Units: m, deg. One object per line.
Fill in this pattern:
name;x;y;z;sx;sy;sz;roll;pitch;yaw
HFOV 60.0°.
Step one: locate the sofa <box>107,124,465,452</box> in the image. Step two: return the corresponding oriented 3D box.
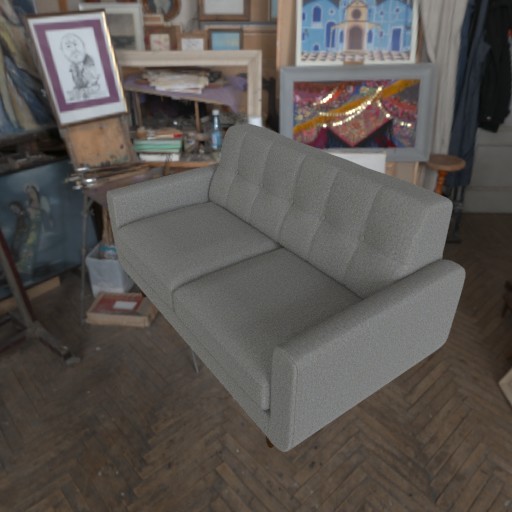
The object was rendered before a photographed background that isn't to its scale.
sofa;0.000;0.000;2.220;0.952;0.925;1.651;-21;37;-30
